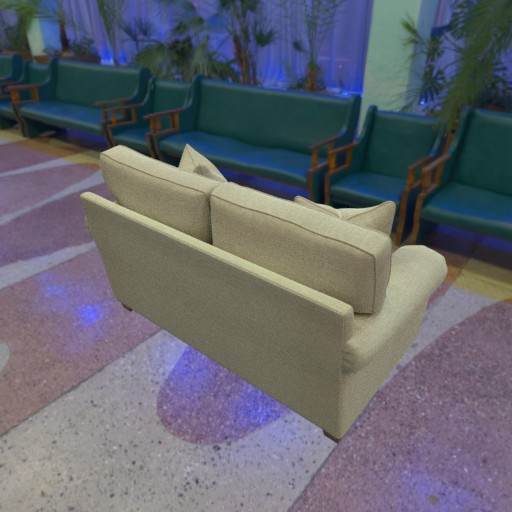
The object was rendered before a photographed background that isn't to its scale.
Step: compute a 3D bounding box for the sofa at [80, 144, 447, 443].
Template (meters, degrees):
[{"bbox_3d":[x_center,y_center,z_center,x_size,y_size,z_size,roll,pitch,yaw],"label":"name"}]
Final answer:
[{"bbox_3d":[0.000,0.000,2.291,1.701,0.966,0.966,23,38,33],"label":"sofa"}]
